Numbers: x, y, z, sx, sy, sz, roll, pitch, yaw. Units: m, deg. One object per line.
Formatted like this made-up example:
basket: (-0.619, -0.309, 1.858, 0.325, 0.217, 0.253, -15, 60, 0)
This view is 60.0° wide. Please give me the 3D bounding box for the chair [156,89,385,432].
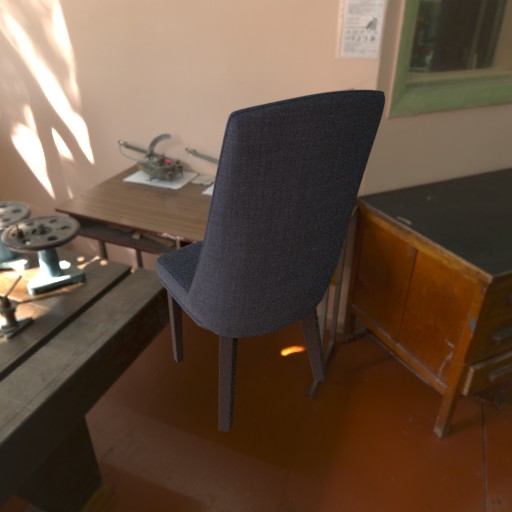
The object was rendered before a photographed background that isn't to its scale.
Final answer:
chair: (0.000, 0.000, 1.377, 0.510, 1.050, 0.577, -18, 35, -28)
